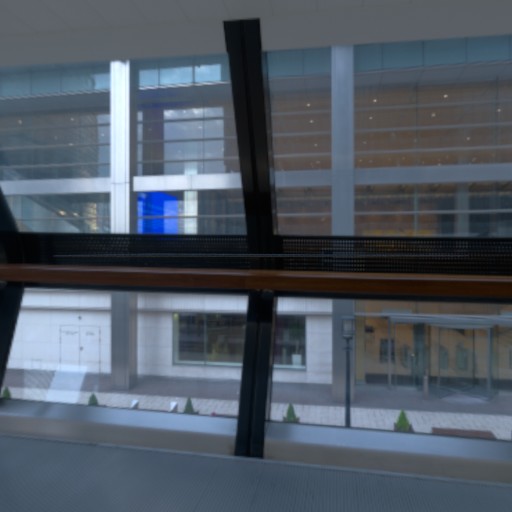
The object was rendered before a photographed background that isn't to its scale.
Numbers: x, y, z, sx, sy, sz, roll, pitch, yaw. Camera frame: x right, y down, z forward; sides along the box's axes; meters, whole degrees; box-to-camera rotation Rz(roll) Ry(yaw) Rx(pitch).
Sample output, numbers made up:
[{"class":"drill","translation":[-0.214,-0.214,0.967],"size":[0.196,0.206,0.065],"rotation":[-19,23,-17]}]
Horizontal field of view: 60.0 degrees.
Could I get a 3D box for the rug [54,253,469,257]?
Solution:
[{"class":"rug","translation":[0.000,0.000,4.145],"size":[3.048,0.010,2.438],"rotation":[0,0,-35]}]
